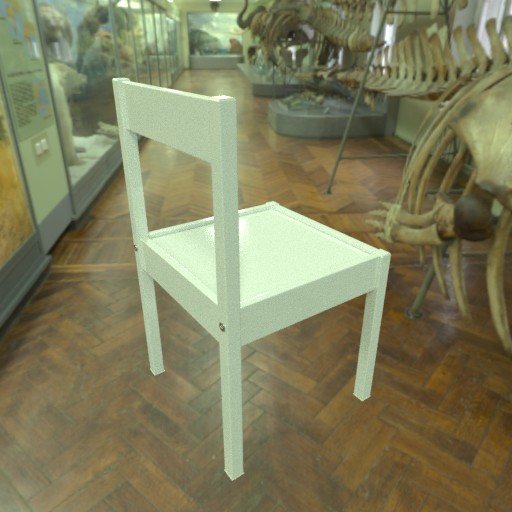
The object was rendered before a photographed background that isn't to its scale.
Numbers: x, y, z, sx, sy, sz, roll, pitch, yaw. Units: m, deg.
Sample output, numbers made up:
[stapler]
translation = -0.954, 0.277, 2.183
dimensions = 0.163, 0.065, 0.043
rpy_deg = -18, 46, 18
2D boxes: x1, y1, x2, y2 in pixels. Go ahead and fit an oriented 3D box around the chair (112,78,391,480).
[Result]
[chair]
translation = 0.000, 0.000, 0.684
dimensions = 0.285, 0.505, 0.285
rpy_deg = -17, 31, -31
